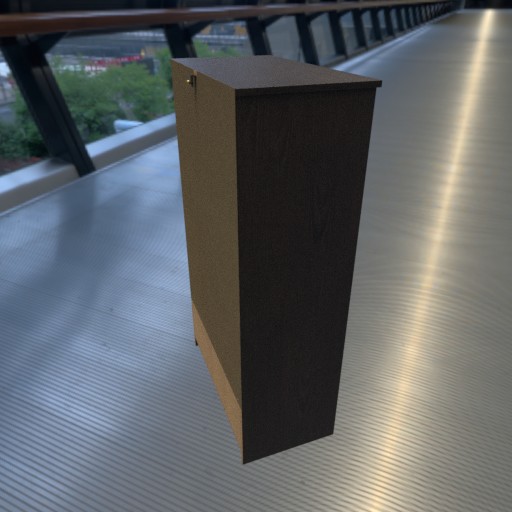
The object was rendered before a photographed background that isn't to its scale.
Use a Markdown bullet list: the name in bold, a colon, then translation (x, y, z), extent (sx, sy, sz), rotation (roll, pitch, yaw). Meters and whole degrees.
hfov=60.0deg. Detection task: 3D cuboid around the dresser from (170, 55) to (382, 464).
- **dresser**: translation (0.000, 0.000, 1.593), extent (0.418, 1.254, 0.704), rotation (-10, 31, -18)
